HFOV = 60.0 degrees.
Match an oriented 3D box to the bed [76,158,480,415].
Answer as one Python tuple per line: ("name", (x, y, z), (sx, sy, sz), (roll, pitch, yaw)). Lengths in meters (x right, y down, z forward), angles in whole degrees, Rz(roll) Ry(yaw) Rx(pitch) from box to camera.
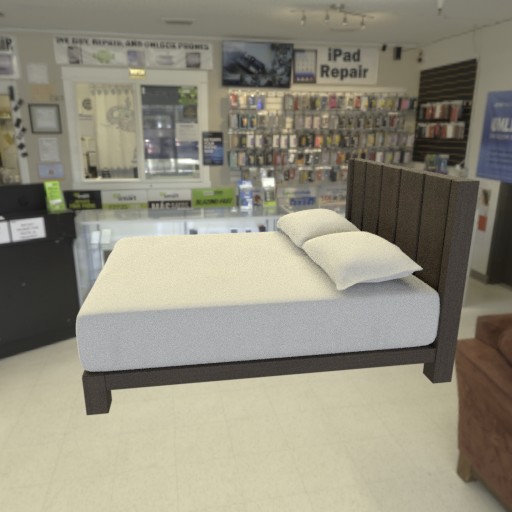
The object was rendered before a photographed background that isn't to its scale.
("bed", (0.000, 0.000, 3.288), (2.242, 1.270, 1.727), (-3, 17, -9))
